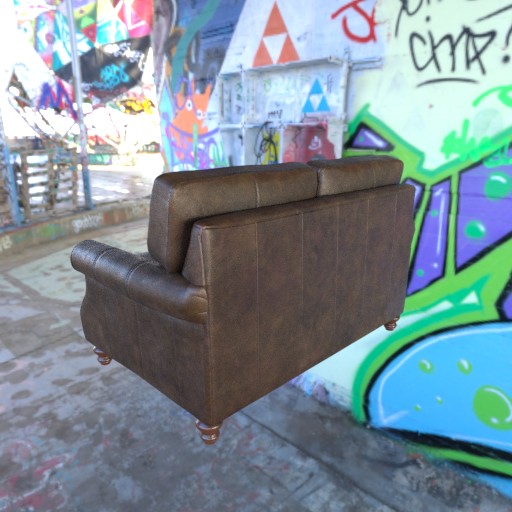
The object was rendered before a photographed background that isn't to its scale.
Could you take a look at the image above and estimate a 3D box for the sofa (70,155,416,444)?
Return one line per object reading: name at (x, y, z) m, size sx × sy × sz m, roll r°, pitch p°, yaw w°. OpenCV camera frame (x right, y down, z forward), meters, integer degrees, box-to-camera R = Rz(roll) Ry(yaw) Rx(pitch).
sofa at (0.000, 0.000, 2.247) m, size 0.990 × 0.976 × 1.616 m, roll 15°, pitch 22°, yaw 43°
